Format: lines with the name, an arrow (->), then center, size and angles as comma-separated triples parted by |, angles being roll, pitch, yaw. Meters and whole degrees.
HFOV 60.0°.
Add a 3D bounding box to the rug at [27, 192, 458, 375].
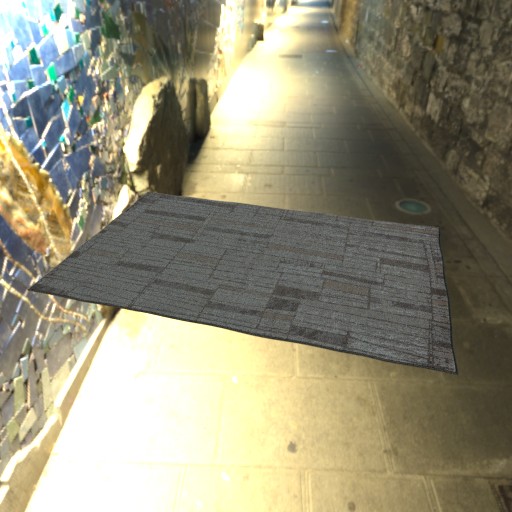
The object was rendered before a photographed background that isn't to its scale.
rug -> 0.000, 0.000, 3.009 | 2.444, 0.023, 1.531 | 9, 33, 14
